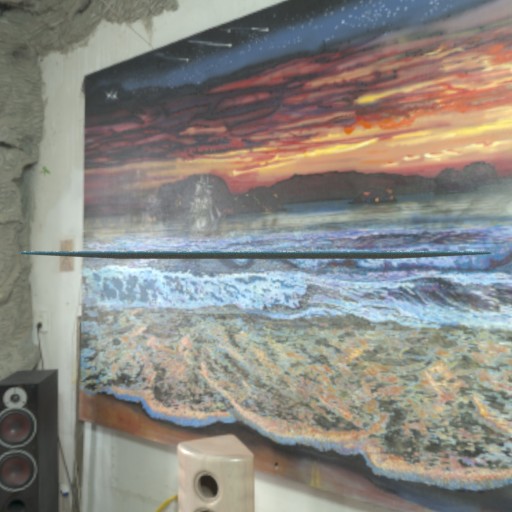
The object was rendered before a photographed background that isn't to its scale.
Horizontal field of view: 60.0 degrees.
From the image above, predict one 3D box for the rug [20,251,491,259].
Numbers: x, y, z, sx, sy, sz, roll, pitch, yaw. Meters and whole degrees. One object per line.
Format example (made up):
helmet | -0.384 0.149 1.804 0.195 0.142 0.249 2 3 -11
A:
rug | 0.000 0.000 3.488 2.746 0.018 1.816 0 -1 1
